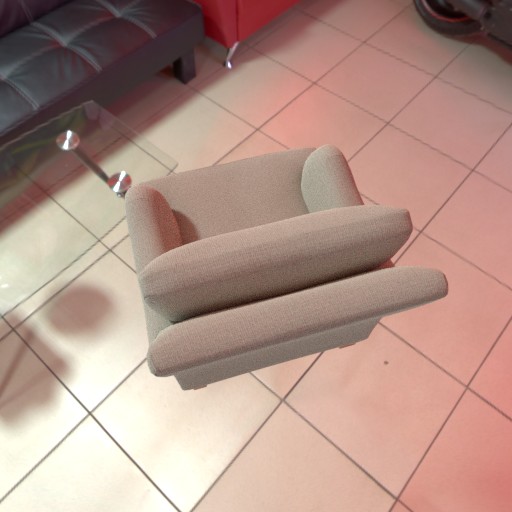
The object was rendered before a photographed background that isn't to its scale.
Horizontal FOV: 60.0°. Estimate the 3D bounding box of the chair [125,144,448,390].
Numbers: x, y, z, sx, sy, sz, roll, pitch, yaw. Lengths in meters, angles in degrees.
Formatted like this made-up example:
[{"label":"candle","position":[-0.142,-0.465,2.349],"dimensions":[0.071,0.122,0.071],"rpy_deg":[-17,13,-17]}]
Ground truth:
[{"label":"chair","position":[0.000,0.000,1.863],"dimensions":[0.955,1.038,1.070],"rpy_deg":[-14,60,-8]}]
